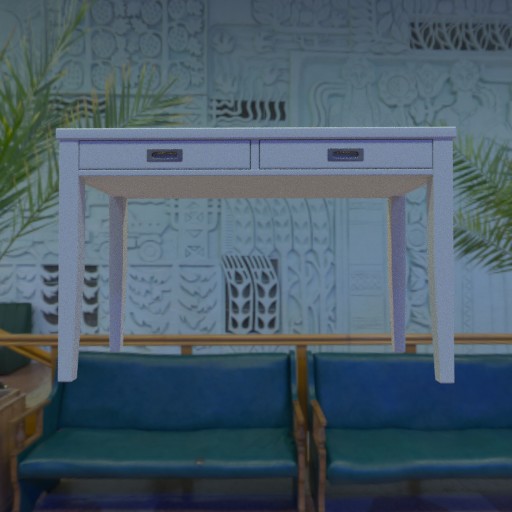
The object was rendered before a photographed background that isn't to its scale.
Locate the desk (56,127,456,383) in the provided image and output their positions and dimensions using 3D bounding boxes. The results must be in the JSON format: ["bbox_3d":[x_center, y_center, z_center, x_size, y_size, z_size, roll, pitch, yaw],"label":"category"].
[{"bbox_3d":[0.000,0.000,1.596,1.220,0.775,0.508,0,-1,1],"label":"desk"}]
